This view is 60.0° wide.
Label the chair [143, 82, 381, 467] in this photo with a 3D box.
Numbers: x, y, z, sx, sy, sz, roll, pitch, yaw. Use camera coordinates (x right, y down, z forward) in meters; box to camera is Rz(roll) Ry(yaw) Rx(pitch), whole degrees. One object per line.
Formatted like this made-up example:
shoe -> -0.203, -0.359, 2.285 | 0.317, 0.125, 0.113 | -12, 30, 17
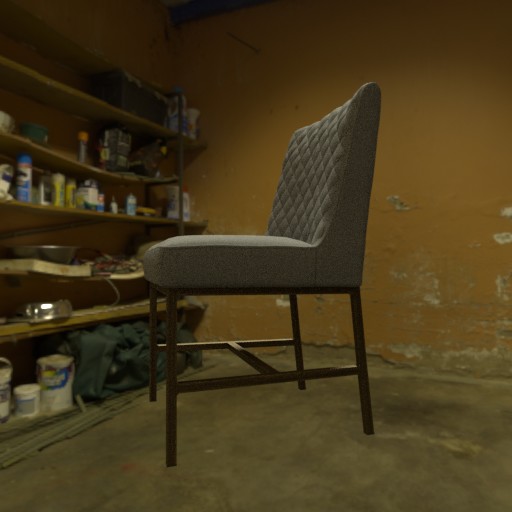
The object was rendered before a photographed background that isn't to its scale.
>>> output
chair -> 0.000, 0.000, 1.239 | 0.587, 0.889, 0.508 | 0, -1, -18
